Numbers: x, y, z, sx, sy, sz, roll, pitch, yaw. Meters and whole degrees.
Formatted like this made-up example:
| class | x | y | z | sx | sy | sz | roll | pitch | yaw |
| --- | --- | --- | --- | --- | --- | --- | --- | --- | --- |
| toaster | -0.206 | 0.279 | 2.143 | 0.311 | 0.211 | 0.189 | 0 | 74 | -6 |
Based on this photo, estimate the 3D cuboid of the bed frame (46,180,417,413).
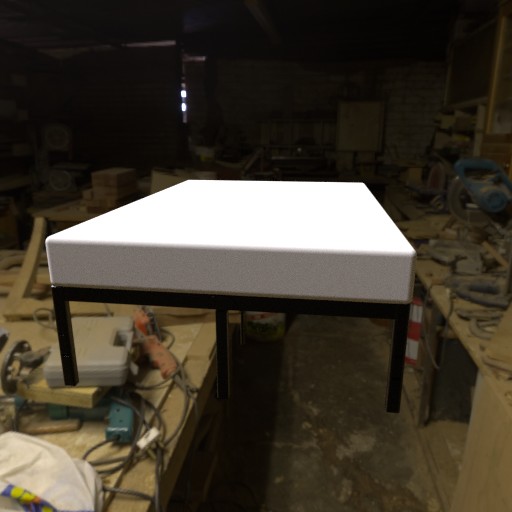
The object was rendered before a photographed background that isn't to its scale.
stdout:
| class | x | y | z | sx | sy | sz | roll | pitch | yaw |
| --- | --- | --- | --- | --- | --- | --- | --- | --- | --- |
| bed frame | 0.000 | 0.000 | 2.641 | 1.408 | 0.659 | 1.956 | 2 | 16 | 8 |
